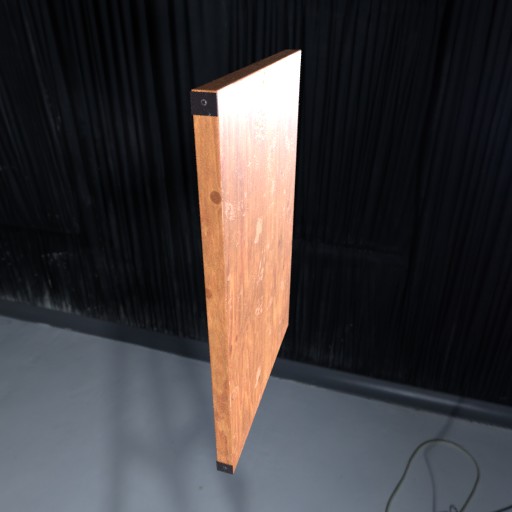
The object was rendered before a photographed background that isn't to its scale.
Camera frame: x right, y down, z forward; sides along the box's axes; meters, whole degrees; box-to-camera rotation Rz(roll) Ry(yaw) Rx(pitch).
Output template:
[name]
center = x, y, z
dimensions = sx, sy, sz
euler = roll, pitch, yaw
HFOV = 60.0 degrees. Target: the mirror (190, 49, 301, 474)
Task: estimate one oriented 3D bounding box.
[mirror]
center = 0.000, 0.000, 0.951
dimensions = 0.053, 0.761, 0.517
euler = 8, 31, 14
